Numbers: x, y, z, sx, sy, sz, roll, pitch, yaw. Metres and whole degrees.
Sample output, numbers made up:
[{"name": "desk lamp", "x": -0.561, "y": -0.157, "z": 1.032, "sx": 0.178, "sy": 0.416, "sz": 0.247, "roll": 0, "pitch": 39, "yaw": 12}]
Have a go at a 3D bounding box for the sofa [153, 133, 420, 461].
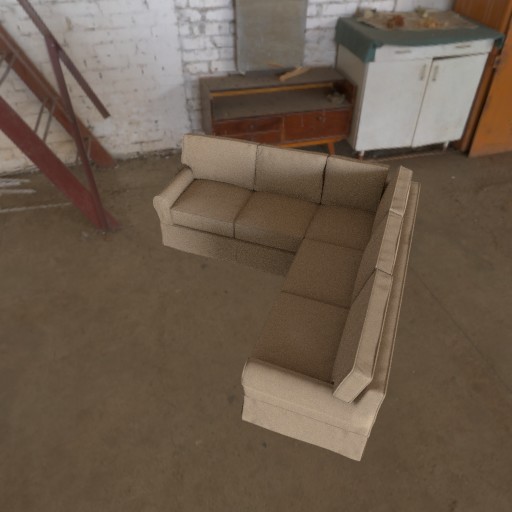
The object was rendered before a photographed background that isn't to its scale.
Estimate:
[{"name": "sofa", "x": 0.000, "y": 0.000, "z": 4.289, "sx": 2.730, "sy": 1.124, "sz": 2.733, "roll": 14, "pitch": 43, "yaw": 15}]
